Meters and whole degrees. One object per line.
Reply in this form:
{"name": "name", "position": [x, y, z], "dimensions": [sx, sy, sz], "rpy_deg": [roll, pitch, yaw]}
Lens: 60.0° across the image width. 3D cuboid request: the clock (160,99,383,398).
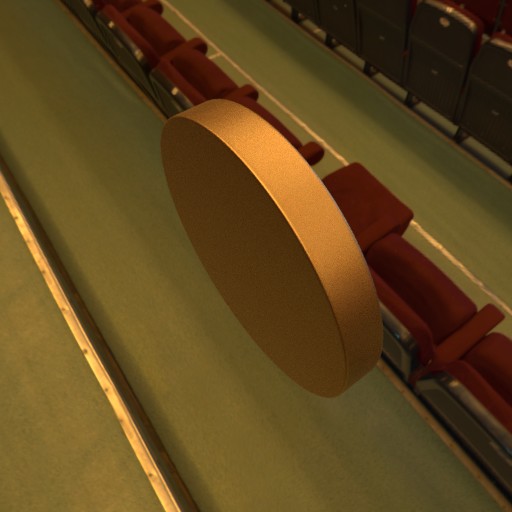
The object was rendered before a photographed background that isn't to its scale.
{"name": "clock", "position": [0.000, 0.000, 0.458], "dimensions": [0.040, 0.314, 0.314], "rpy_deg": [-31, 62, -19]}
